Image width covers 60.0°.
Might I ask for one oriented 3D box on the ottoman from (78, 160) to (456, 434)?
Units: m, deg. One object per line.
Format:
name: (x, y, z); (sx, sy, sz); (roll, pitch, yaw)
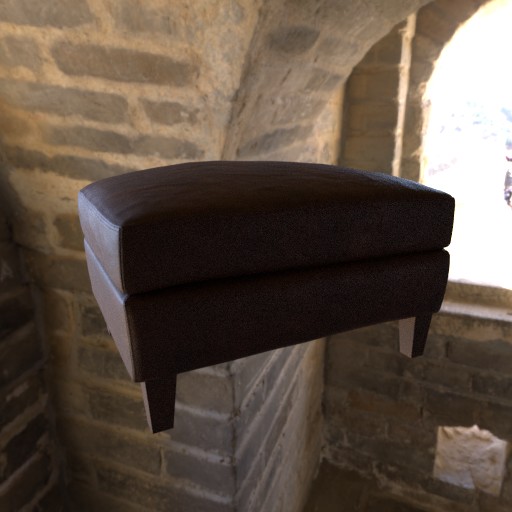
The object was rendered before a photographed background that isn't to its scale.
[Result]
ottoman: (0.000, 0.000, 1.254); (0.887, 0.527, 0.659); (-7, 17, -26)
